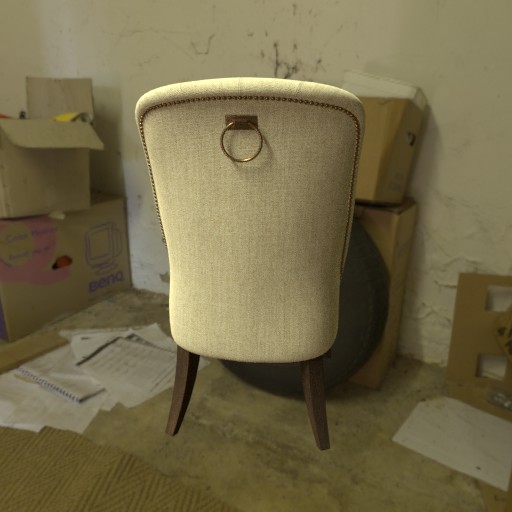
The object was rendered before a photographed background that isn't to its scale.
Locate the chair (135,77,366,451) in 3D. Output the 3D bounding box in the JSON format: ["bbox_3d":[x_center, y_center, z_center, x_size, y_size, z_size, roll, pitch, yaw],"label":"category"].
[{"bbox_3d":[0.000,0.000,1.502,0.634,1.091,0.629,2,19,7],"label":"chair"}]
